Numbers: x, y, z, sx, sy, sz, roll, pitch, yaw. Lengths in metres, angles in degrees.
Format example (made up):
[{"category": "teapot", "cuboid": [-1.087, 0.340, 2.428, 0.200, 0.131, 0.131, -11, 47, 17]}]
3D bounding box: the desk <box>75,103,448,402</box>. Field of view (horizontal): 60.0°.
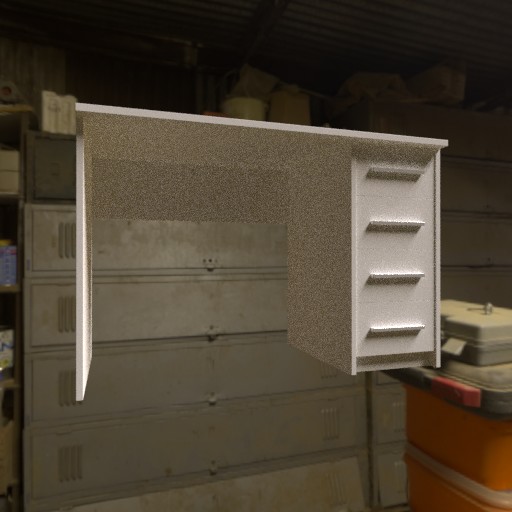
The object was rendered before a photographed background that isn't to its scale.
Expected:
[{"category": "desk", "cuboid": [0.000, 0.000, 1.495, 1.096, 0.730, 0.560, 0, 0, -18]}]
